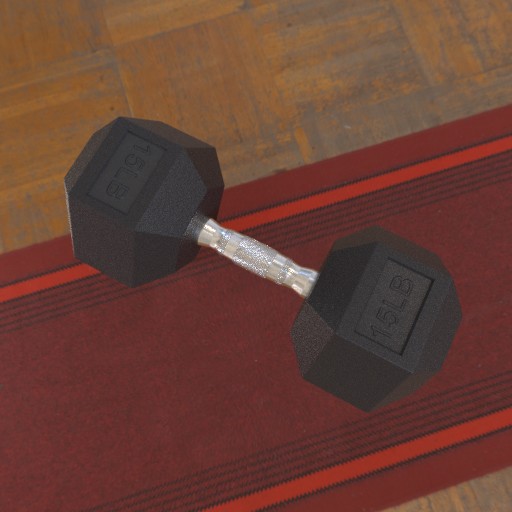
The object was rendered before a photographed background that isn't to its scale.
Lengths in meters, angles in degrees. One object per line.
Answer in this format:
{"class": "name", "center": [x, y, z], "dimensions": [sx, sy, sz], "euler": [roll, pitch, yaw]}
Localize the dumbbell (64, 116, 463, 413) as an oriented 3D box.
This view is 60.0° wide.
{"class": "dumbbell", "center": [0.000, 0.000, 0.318], "dimensions": [0.271, 0.106, 0.122], "euler": [27, 78, 6]}
